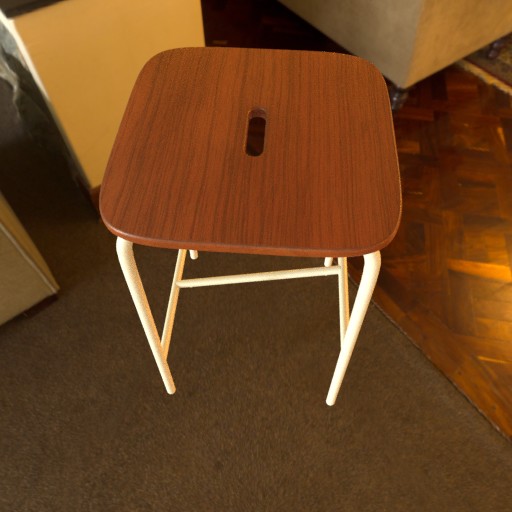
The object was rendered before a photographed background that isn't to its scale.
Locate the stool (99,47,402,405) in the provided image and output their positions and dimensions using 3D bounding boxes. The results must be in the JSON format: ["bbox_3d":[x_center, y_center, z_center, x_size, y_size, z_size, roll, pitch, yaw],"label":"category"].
[{"bbox_3d":[0.000,0.000,0.831,0.376,0.610,0.376,3,58,2],"label":"stool"}]
